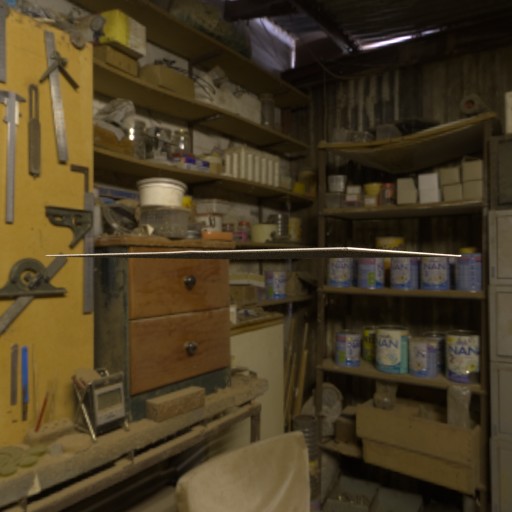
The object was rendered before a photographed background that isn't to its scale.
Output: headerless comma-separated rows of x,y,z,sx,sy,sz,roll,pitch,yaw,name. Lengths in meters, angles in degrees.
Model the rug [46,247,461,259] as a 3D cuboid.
0.000,0.000,4.101,3.009,0.019,2.423,-1,-1,37,rug
